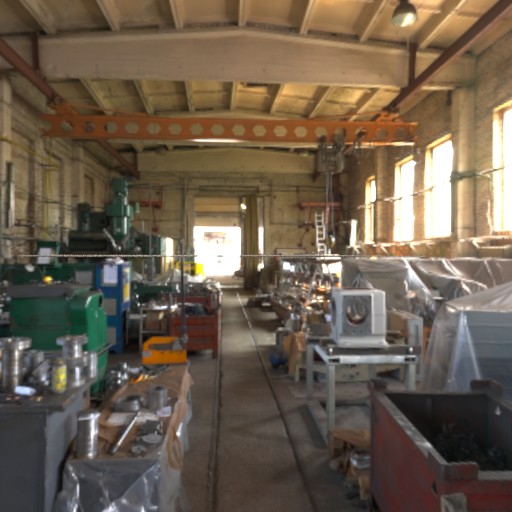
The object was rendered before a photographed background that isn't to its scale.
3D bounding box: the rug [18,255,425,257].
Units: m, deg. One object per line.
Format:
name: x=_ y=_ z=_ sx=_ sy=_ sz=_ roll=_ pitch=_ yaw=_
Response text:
rug: x=0.000 y=0.000 z=2.541 sx=2.335 sy=0.013 sz=0.697 roll=0 pitch=0 yaw=-37
